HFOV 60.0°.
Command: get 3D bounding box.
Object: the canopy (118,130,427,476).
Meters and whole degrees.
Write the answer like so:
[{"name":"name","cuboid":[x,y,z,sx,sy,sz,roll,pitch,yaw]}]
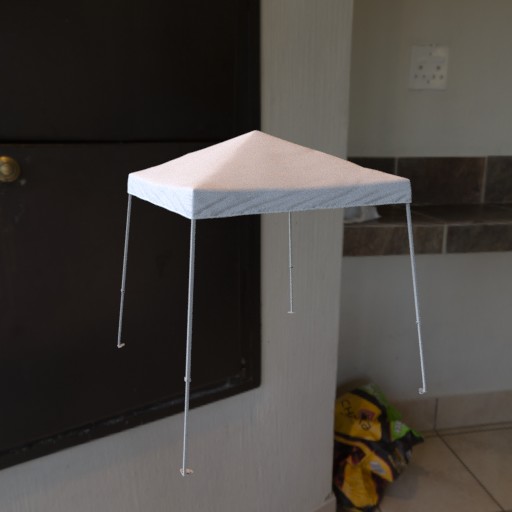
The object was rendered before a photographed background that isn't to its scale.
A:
[{"name":"canopy","cuboid":[0.000,0.000,5.222,2.849,2.849,2.848,-7,15,-27]}]
